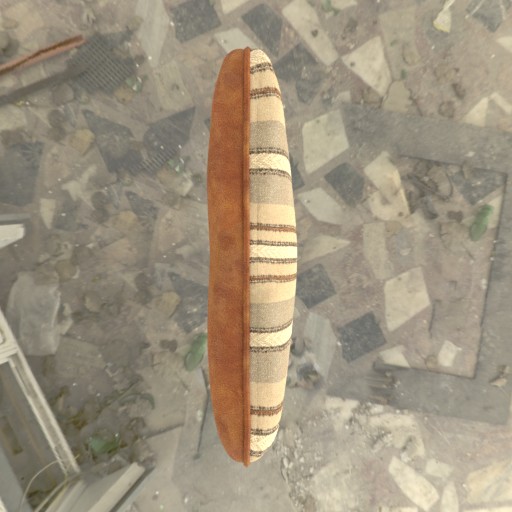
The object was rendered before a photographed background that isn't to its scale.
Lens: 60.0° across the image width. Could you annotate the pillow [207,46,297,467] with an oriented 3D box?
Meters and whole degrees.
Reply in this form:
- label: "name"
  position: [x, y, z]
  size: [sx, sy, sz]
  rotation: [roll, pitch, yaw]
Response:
- label: "pillow"
  position: [0.000, 0.000, 0.728]
  size: [0.130, 0.490, 0.489]
  rotation: [0, 90, 0]
